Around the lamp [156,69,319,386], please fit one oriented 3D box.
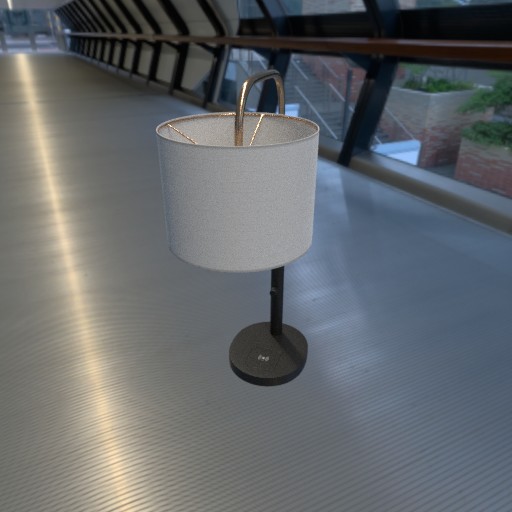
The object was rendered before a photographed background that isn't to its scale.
[{"bbox_3d":[0.000,0.000,0.708,0.199,0.540,0.337,9,29,16],"label":"lamp"}]
